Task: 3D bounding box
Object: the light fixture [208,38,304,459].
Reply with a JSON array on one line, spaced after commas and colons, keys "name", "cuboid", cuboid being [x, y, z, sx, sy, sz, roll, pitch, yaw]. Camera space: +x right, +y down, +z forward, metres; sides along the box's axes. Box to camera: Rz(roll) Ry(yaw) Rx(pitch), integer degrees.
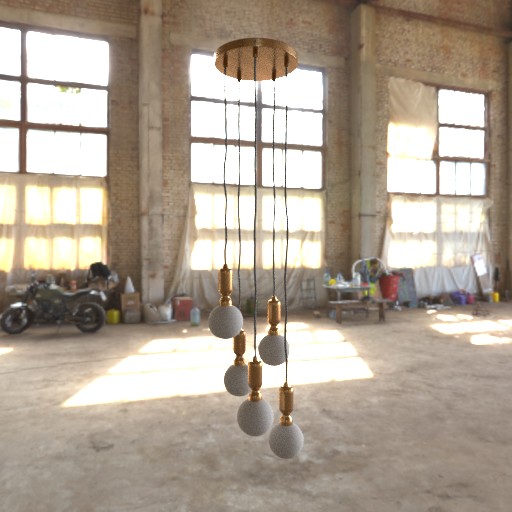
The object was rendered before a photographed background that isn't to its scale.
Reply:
[{"name": "light fixture", "cuboid": [0.000, 0.000, 0.509, 0.108, 0.457, 0.105, 0, 1, 1]}]
